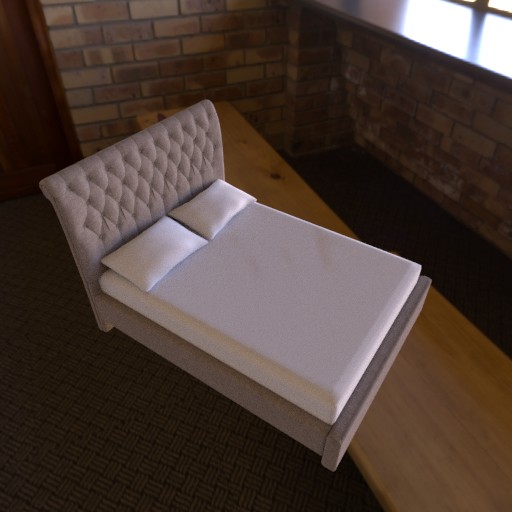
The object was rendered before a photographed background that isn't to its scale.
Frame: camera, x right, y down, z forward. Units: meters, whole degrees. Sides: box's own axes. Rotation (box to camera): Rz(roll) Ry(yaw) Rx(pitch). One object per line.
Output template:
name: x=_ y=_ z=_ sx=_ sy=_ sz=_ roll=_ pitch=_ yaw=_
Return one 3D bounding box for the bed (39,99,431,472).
bed: x=0.000 y=0.000 z=3.280 sx=2.252 sy=1.371 sz=1.645 roll=24 pitch=46 yaw=25
